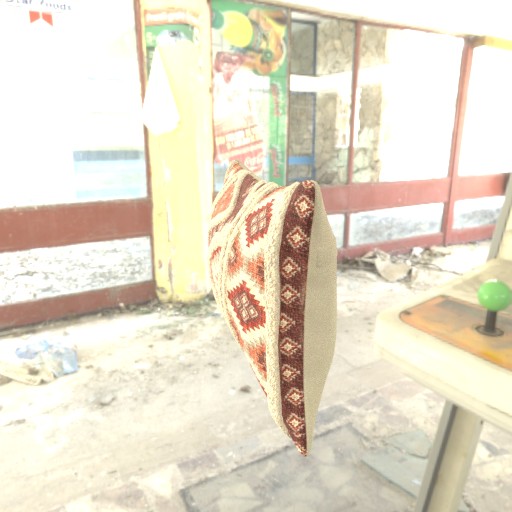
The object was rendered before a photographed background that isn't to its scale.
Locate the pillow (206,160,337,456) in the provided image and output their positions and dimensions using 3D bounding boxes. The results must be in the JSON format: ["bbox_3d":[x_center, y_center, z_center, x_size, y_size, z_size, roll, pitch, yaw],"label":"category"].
[{"bbox_3d":[0.000,0.000,0.727,0.161,0.295,0.608,-2,15,-9],"label":"pillow"}]
